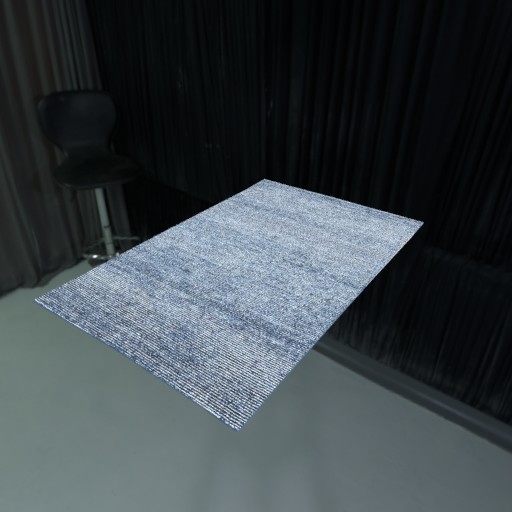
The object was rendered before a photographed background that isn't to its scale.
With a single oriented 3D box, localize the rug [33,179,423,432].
[{"bbox_3d":[0.000,0.000,2.299,1.159,0.025,1.793,21,37,30],"label":"rug"}]
